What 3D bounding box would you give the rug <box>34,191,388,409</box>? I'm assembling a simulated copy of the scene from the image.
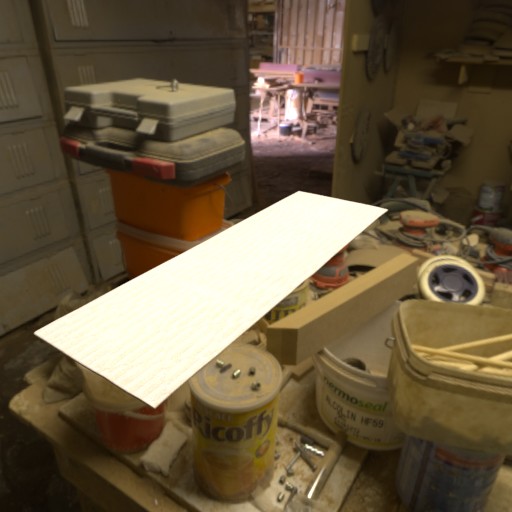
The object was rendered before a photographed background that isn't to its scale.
[{"bbox_3d":[0.000,0.000,2.709,0.793,0.014,2.450,17,32,30],"label":"rug"}]
